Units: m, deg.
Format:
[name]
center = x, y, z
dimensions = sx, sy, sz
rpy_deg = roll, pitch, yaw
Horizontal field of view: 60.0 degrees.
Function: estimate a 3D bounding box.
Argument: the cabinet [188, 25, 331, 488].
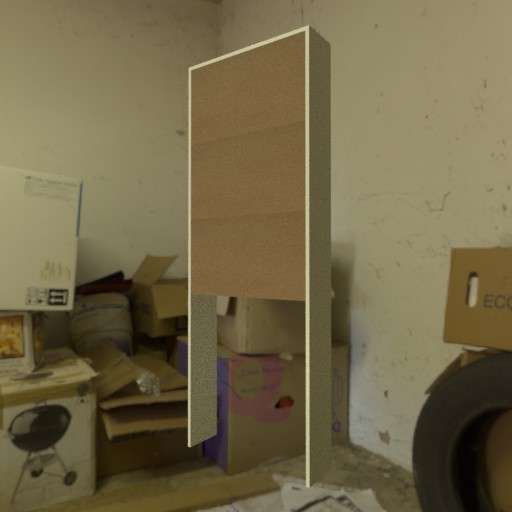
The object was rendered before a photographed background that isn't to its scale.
[cabinet]
center = 0.000, 0.000, 1.961
dimensions = 0.643, 1.770, 0.192
rpy_deg = 0, -1, 36
